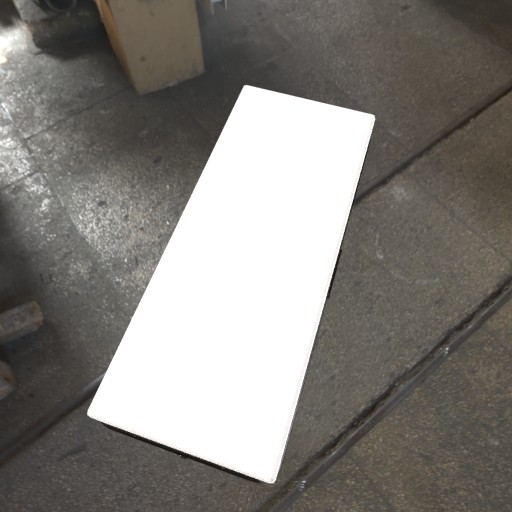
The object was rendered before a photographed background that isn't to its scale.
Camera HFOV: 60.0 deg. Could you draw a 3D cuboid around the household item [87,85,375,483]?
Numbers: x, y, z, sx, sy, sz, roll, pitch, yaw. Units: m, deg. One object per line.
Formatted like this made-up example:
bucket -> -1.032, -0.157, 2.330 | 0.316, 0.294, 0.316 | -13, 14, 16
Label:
household item -> 0.000, 0.000, 2.178 | 0.787, 0.356, 1.905 | 16, 64, 8
